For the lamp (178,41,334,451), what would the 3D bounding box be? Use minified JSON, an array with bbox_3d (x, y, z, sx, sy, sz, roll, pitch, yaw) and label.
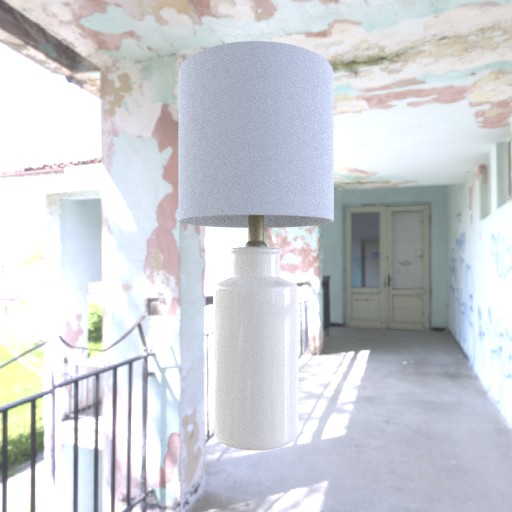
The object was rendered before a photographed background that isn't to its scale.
[{"bbox_3d":[0.000,0.000,0.613,0.212,0.493,0.212,0,0,20],"label":"lamp"}]
